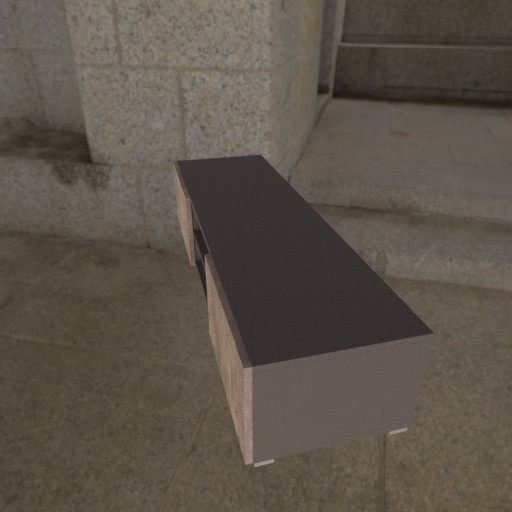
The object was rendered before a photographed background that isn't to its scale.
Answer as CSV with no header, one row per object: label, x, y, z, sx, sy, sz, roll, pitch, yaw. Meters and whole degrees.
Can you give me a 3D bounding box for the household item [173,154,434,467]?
household item,0.000,0.000,1.569,0.420,0.310,1.400,-7,30,-13
